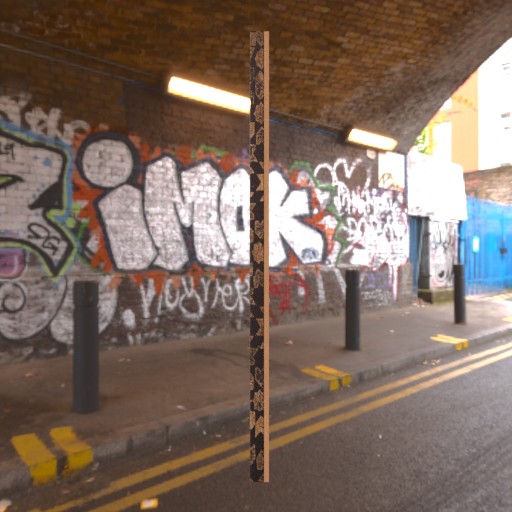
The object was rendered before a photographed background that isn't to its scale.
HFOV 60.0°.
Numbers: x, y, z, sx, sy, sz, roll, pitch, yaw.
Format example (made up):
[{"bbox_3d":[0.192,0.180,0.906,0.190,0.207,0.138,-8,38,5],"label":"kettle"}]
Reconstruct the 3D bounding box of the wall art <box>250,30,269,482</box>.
[{"bbox_3d":[0.000,0.000,1.351,0.038,0.914,0.914,0,0,-1],"label":"wall art"}]
